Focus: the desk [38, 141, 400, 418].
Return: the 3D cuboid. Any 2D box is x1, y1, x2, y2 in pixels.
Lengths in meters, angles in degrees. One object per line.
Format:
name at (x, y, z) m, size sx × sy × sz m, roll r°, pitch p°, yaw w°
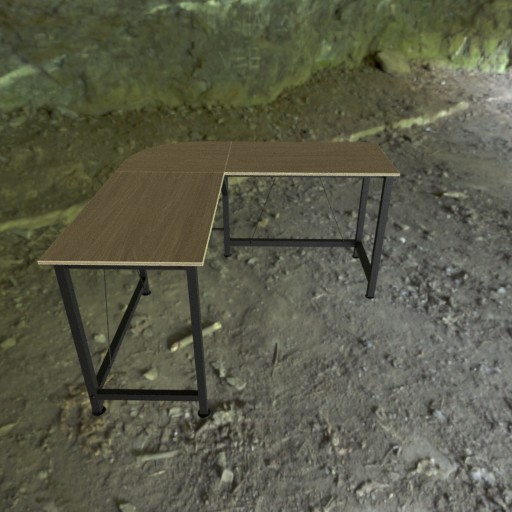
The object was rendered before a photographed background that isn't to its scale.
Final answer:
desk at (0.000, 0.000, 2.232) m, size 1.400 × 0.762 × 1.400 m, roll 1°, pitch 30°, yaw 1°
